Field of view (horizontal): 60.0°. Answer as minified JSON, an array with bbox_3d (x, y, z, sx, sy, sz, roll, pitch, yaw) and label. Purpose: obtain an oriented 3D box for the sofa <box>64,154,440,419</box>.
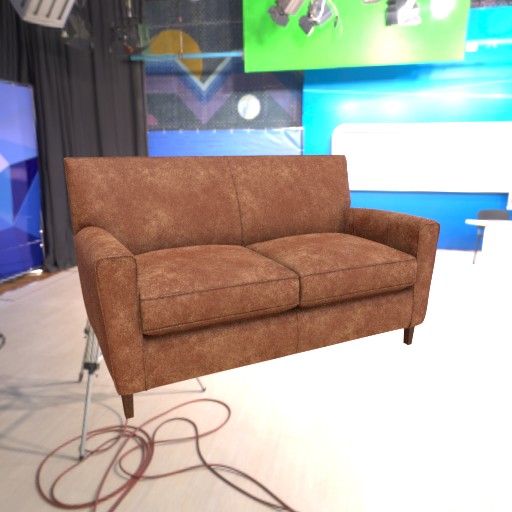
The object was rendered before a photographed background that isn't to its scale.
[{"bbox_3d":[0.000,0.000,2.001,1.473,0.871,0.787,-7,16,-26],"label":"sofa"}]
